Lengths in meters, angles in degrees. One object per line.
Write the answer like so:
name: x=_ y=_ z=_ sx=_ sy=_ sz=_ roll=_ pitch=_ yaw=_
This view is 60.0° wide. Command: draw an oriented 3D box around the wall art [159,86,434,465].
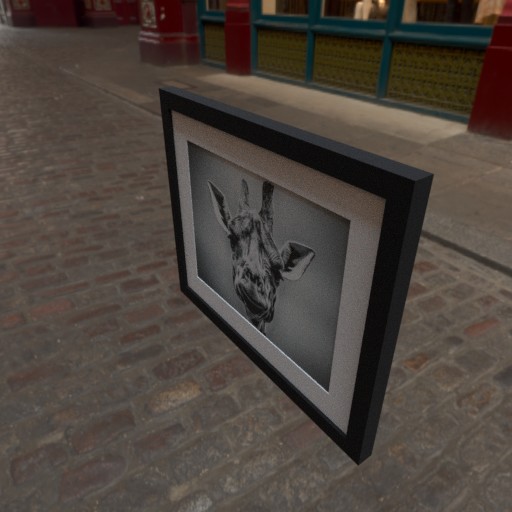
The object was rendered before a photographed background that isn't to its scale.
wall art: x=0.000 y=0.000 z=0.748 sx=0.031 sy=0.457 sz=0.558 roll=-21 pitch=37 yaw=-31
